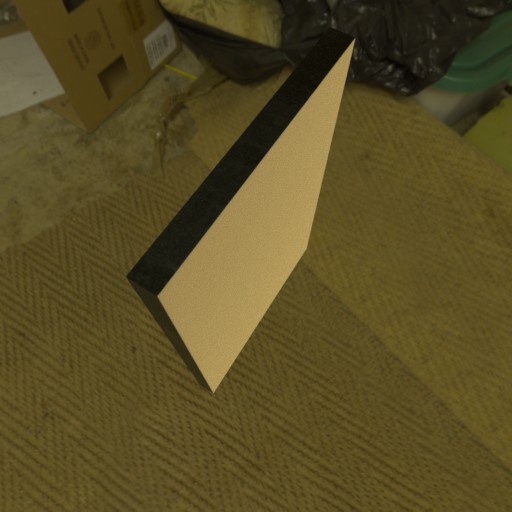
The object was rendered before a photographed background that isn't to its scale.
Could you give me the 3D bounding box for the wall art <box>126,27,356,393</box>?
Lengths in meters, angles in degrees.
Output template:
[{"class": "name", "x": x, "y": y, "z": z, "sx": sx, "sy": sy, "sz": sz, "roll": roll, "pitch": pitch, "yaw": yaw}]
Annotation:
[{"class": "wall art", "x": 0.000, "y": 0.000, "z": 0.580, "sx": 0.031, "sy": 0.457, "sz": 0.313, "roll": 29, "pitch": 68, "yaw": 13}]
